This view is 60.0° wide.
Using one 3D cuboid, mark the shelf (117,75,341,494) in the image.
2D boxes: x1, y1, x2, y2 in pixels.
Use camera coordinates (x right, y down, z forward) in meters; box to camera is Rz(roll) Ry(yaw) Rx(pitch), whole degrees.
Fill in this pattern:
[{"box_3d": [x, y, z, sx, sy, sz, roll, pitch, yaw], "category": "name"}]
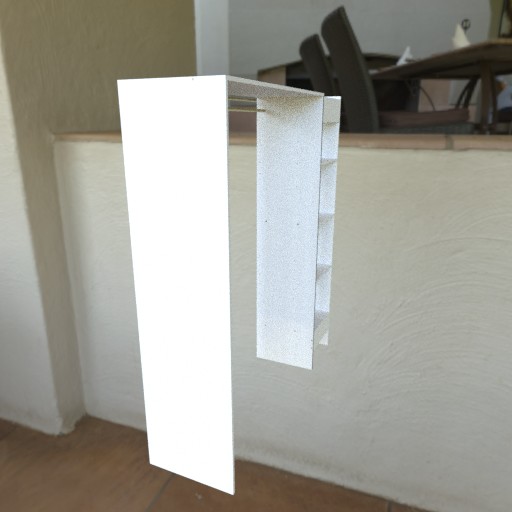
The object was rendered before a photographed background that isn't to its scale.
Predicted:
[{"box_3d": [0.000, 0.000, 2.592, 0.500, 1.820, 1.600, 8, 19, 23], "category": "shelf"}]
